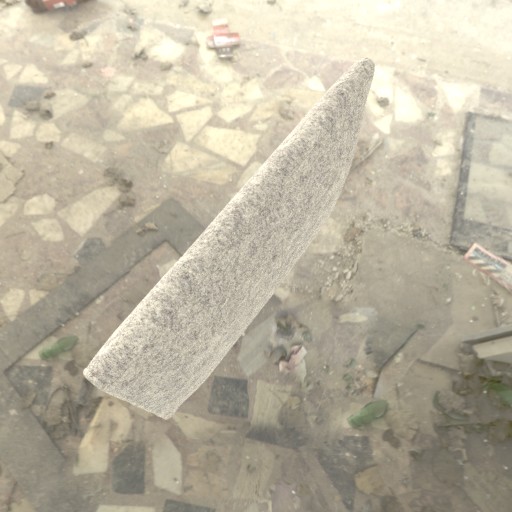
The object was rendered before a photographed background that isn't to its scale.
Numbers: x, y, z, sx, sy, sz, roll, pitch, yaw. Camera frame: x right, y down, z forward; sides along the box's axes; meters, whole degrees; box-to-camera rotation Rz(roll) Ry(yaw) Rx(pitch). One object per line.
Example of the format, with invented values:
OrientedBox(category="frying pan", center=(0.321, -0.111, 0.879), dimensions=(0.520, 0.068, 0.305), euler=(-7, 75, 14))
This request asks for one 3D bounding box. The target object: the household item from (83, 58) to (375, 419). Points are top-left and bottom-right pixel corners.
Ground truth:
OrientedBox(category="household item", center=(0.000, 0.000, 0.423), dimensions=(0.057, 0.221, 0.335), euler=(34, 70, 14))
